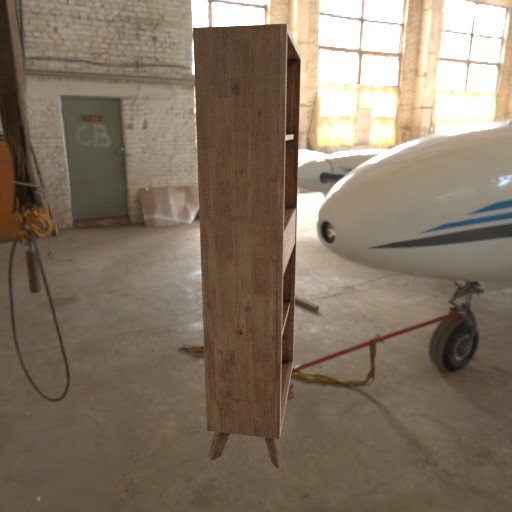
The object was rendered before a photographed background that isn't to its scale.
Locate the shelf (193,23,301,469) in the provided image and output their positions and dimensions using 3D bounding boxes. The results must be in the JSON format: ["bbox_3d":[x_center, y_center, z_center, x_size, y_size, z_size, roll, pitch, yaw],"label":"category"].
[{"bbox_3d":[0.000,0.000,1.530,0.267,1.342,0.491,3,16,9],"label":"shelf"}]
